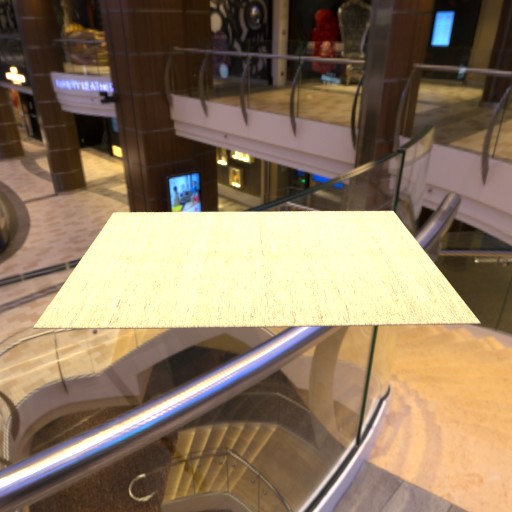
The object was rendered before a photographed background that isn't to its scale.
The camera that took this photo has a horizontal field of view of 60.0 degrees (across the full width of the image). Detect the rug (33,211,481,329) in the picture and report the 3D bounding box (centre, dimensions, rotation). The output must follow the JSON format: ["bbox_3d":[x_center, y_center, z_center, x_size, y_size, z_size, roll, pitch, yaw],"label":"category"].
[{"bbox_3d":[0.000,0.000,2.382,1.850,0.015,1.250,-1,28,-1],"label":"rug"}]
